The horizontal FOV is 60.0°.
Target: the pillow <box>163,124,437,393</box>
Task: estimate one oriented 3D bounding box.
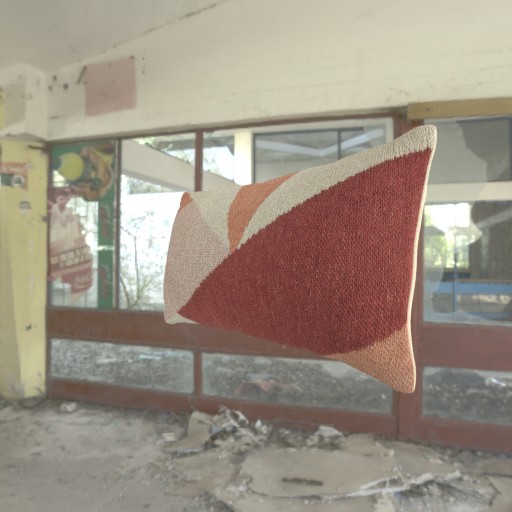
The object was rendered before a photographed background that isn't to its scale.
[{"bbox_3d":[0.000,0.000,0.718,0.155,0.292,0.609,0,0,-36],"label":"pillow"}]
